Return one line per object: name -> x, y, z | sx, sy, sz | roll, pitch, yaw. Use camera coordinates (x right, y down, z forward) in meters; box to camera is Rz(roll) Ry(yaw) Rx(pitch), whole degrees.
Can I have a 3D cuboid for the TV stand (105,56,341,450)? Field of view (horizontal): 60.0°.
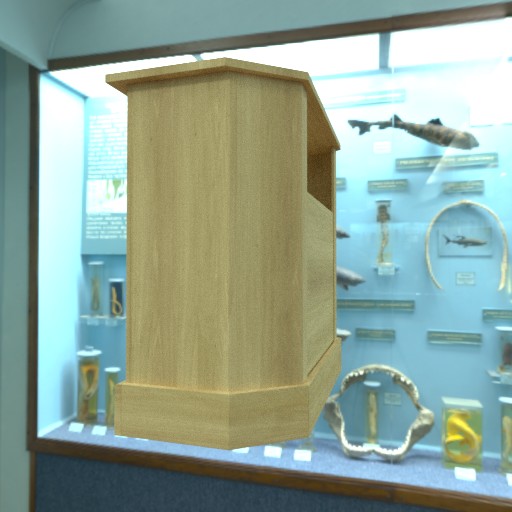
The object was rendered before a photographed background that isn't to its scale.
TV stand -> 0.000, 0.000, 1.302 | 0.425, 0.781, 0.851 | 0, -1, 17
